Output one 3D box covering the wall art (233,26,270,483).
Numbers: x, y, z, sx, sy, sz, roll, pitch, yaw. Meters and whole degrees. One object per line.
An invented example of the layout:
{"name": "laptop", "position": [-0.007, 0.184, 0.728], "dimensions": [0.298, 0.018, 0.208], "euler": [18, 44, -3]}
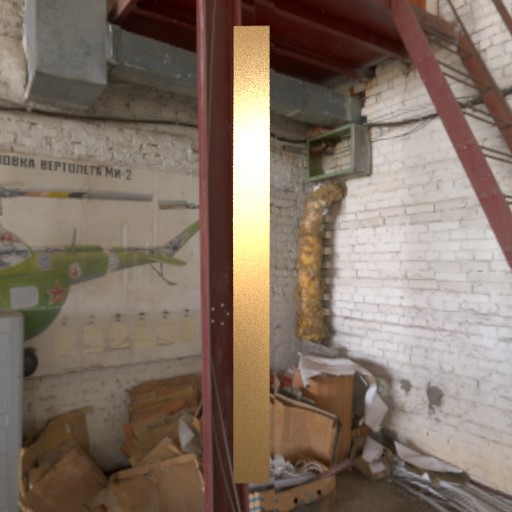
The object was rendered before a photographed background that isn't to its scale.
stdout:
{"name": "wall art", "position": [0.000, 0.000, 0.747], "dimensions": [0.040, 0.509, 0.509], "euler": [0, -1, 1]}
